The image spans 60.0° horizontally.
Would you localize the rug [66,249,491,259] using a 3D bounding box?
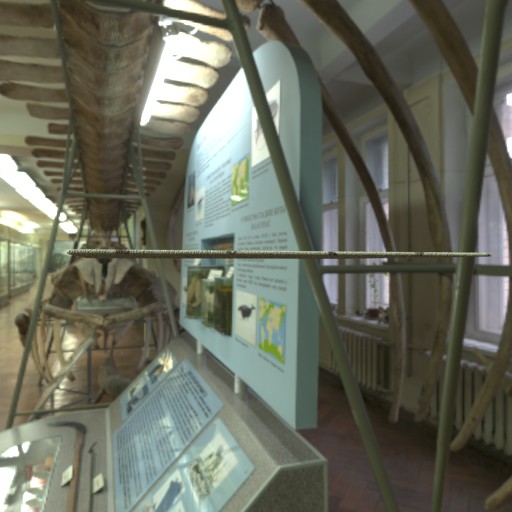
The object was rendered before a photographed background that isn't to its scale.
[{"bbox_3d":[0.000,0.000,4.088,3.047,0.029,2.438,0,-1,-19],"label":"rug"}]
